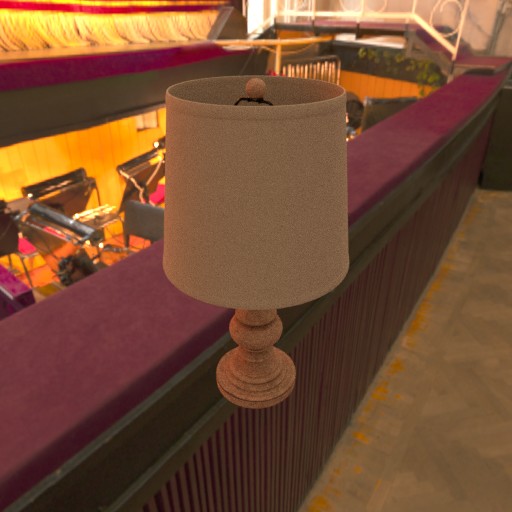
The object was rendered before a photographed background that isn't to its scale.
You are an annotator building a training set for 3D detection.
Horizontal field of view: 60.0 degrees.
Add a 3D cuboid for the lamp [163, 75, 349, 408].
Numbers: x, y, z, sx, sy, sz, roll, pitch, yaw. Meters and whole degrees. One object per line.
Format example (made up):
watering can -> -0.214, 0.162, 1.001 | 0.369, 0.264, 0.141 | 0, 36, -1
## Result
lamp -> 0.000, 0.000, 0.661 | 0.273, 0.497, 0.273 | 0, 30, 0
